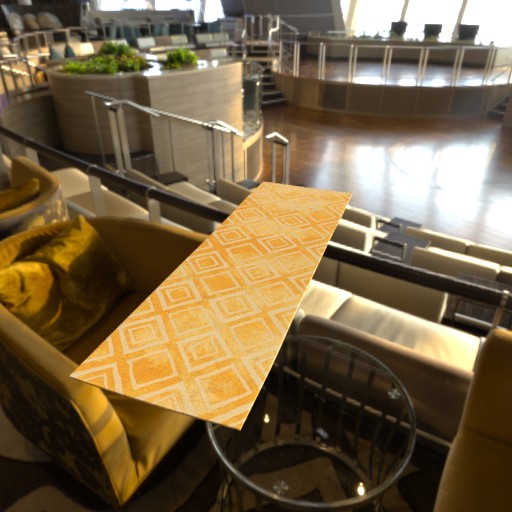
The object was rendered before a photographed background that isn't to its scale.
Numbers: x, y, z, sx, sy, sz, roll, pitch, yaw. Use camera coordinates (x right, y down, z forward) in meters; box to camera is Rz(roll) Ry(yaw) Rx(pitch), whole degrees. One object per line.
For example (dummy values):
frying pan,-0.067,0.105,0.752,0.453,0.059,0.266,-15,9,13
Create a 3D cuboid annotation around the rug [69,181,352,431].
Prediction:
rug,0.000,0.000,2.707,0.775,0.010,2.438,10,32,17
